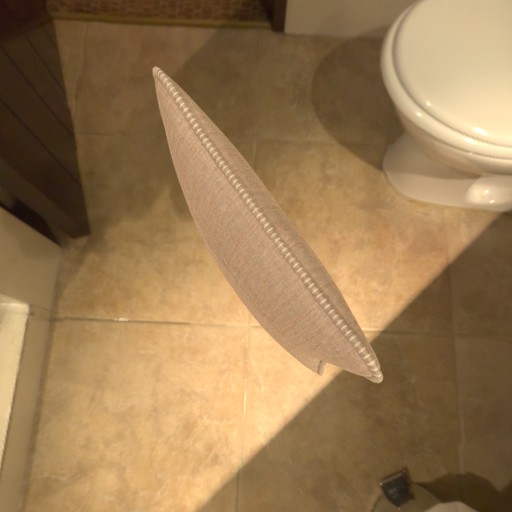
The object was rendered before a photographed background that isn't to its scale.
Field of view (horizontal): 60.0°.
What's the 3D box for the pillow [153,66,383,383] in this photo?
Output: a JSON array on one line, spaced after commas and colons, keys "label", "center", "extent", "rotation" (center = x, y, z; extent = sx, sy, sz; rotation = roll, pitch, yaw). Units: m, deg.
[{"label": "pillow", "center": [0.000, 0.000, 0.751], "extent": [0.124, 0.494, 0.485], "rotation": [-34, 78, -8]}]
